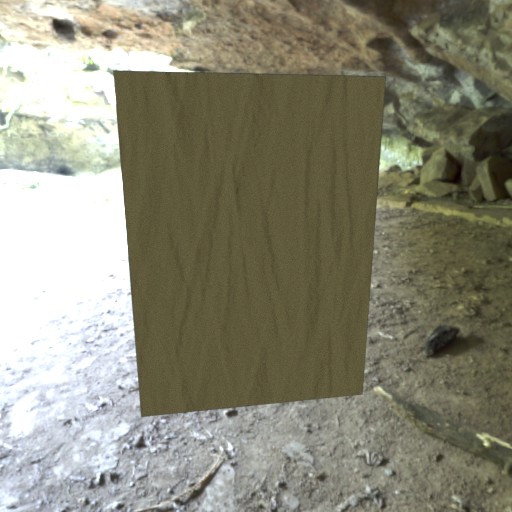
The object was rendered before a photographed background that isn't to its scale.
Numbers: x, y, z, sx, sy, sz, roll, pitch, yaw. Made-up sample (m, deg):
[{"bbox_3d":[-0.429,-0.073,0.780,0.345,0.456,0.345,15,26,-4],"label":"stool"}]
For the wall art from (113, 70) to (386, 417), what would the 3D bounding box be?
[{"bbox_3d":[0.000,0.000,1.458,0.810,1.116,0.016,-3,16,-9],"label":"wall art"}]
